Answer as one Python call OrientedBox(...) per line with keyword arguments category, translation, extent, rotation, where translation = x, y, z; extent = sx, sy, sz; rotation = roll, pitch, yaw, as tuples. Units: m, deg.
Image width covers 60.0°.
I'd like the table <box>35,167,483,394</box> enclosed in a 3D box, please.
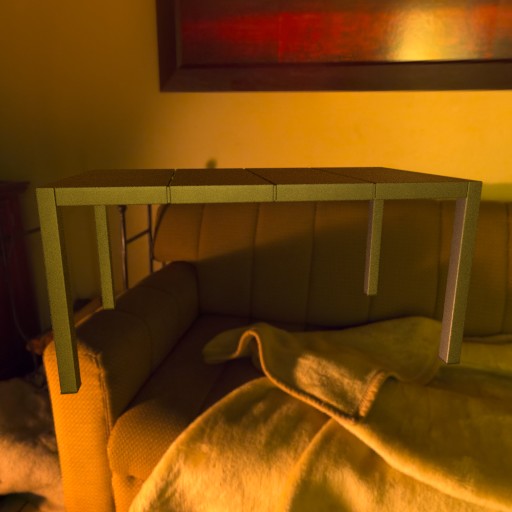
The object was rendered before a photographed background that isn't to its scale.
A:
OrientedBox(category="table", translation=(0.000, 0.000, 1.266), extent=(0.965, 0.460, 0.559), rotation=(-2, 15, -8))
